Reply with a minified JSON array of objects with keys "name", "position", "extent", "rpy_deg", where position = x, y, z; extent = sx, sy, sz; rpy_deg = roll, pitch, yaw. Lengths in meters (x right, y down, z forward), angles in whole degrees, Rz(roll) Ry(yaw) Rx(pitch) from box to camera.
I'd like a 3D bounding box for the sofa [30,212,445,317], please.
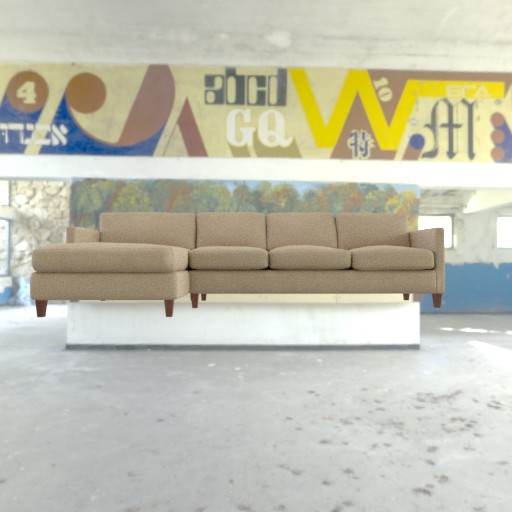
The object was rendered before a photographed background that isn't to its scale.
[{"name":"sofa","position":[0.000,0.000,3.793],"extent":[3.201,0.876,1.502],"rpy_deg":[0,-1,-1]}]
